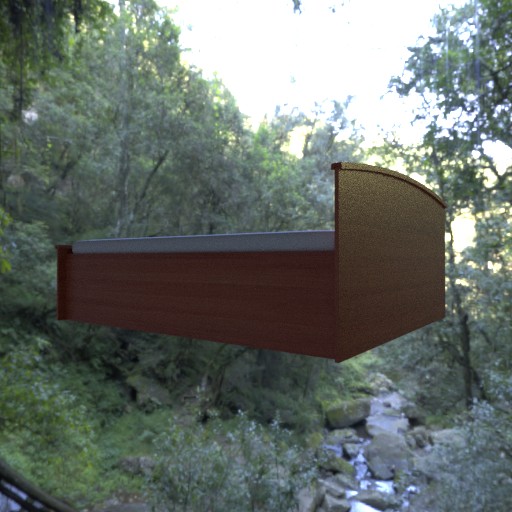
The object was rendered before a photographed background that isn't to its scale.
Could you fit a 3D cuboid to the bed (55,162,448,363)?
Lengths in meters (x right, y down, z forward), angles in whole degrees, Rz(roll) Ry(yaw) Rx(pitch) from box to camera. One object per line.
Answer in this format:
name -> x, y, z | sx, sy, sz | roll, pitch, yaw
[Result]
bed -> 0.000, 0.000, 2.993 | 2.053, 0.848, 1.683 | 0, 0, 36
